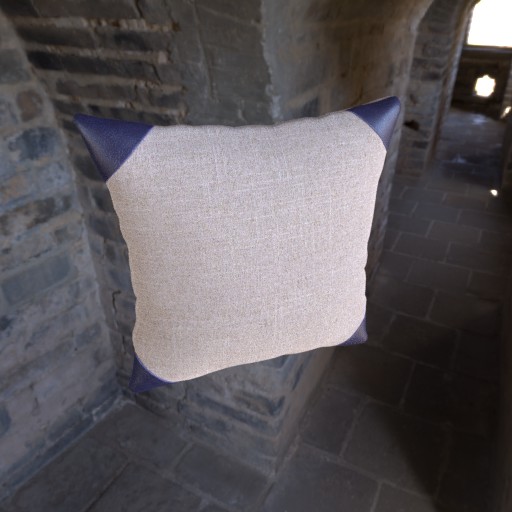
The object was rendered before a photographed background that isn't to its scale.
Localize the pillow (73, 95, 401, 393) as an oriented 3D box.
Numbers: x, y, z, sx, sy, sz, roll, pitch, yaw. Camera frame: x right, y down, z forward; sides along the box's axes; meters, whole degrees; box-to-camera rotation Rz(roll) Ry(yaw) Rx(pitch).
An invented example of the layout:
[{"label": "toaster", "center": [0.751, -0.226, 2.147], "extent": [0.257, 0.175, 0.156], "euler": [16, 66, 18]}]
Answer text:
[{"label": "pillow", "center": [0.000, 0.000, 0.670], "extent": [0.440, 0.441, 0.147], "euler": [-9, 31, -16]}]
